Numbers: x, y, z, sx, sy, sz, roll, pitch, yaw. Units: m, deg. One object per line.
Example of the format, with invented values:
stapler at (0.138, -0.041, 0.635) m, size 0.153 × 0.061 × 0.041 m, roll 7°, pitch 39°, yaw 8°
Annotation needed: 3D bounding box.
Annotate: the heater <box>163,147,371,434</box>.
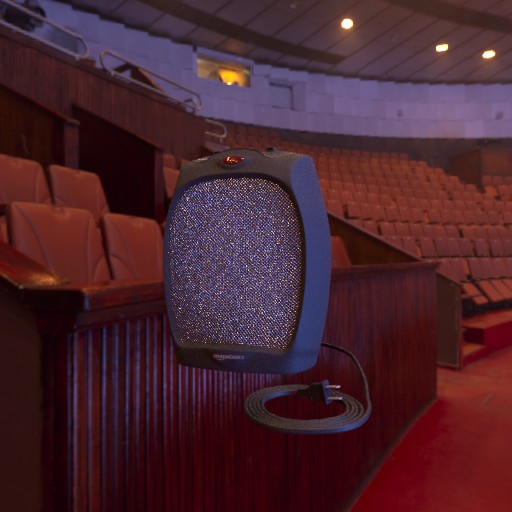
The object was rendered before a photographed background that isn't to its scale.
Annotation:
heater at (0.000, 0.000, 0.456) m, size 0.239 × 0.240 × 0.291 m, roll 0°, pitch 1°, yaw 17°
